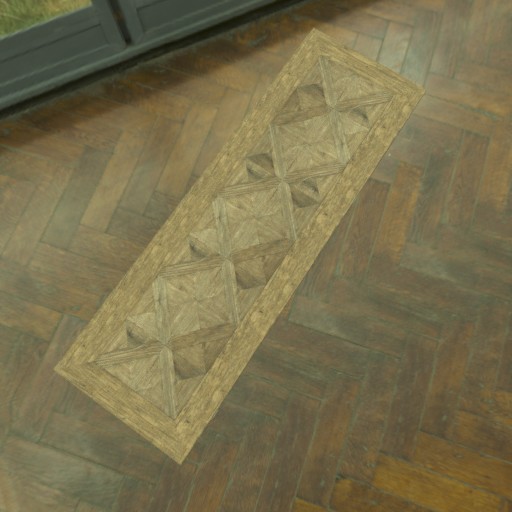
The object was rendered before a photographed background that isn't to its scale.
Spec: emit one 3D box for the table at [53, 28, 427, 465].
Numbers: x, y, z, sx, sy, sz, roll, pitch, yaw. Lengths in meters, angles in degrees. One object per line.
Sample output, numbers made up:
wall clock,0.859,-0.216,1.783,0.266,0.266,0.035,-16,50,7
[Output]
table,0.000,0.000,1.823,0.450,0.930,1.400,33,78,8
